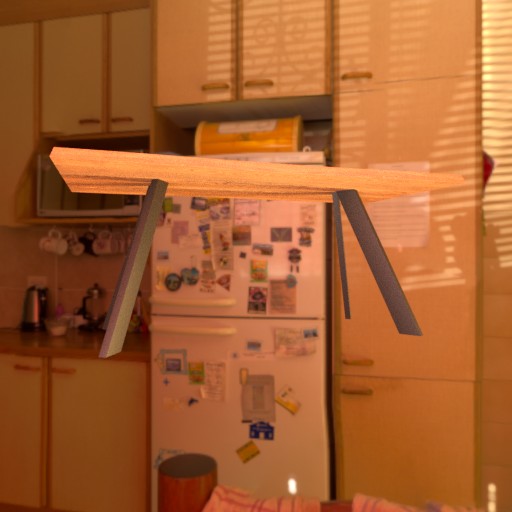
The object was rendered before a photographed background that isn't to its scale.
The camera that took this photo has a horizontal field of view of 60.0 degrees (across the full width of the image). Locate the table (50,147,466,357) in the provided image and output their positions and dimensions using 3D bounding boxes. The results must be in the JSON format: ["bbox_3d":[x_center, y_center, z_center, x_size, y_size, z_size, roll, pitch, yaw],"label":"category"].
[{"bbox_3d":[0.000,0.000,2.245,1.800,0.770,0.900,0,0,-18],"label":"table"}]
